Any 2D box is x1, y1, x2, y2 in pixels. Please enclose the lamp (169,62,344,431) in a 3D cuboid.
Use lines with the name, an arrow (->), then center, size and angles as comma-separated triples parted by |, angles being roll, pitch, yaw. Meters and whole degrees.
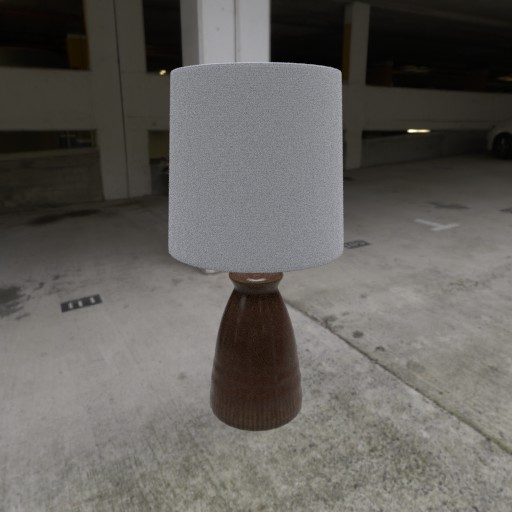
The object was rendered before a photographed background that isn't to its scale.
lamp -> 0.000, 0.000, 0.484 | 0.186, 0.369, 0.186 | 0, 16, 0
